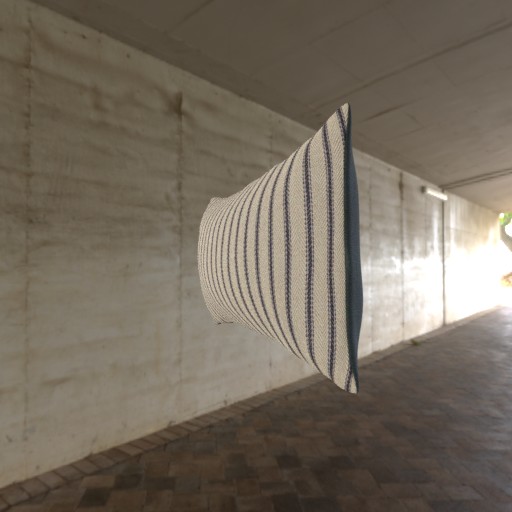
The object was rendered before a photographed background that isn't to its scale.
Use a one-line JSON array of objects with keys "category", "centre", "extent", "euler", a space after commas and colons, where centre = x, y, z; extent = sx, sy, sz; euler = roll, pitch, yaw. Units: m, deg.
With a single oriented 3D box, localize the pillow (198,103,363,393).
[{"category": "pillow", "centre": [0.000, 0.000, 0.740], "extent": [0.151, 0.305, 0.609], "euler": [0, -1, -19]}]
